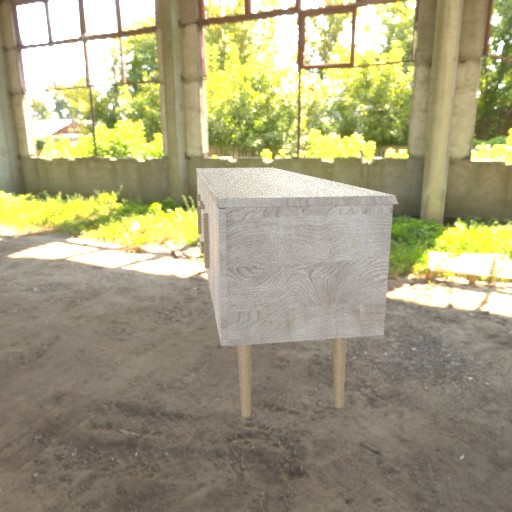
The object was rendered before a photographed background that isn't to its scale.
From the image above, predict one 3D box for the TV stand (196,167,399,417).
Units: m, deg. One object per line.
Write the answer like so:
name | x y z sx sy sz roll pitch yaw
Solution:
TV stand | 0.000 0.000 1.599 0.401 0.565 1.313 -2 14 -9
